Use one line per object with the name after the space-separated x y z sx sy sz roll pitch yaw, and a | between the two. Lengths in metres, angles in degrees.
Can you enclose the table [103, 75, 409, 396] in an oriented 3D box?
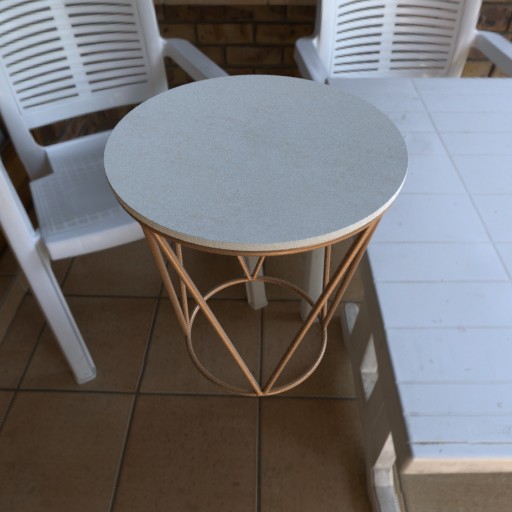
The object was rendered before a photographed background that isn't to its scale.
0.000 0.000 0.948 0.500 0.564 0.500 0 46 0 | table
